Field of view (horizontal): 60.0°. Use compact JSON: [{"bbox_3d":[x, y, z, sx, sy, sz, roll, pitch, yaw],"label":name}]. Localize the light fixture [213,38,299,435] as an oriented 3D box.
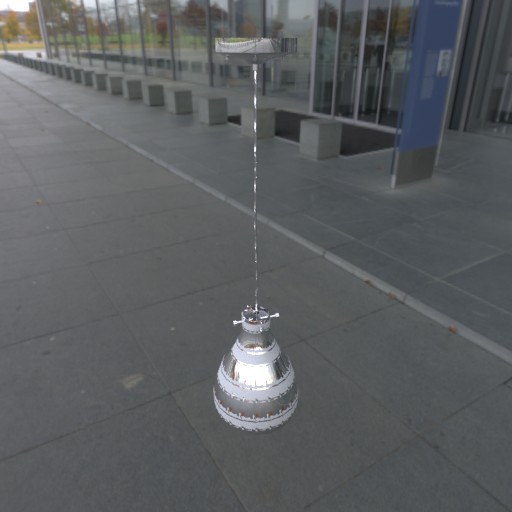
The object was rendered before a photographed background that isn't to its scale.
[{"bbox_3d":[0.000,0.000,1.651,0.374,1.457,0.374,-8,27,-16],"label":"light fixture"}]
